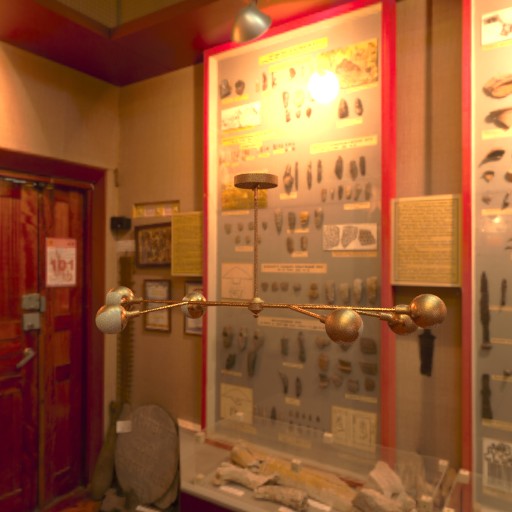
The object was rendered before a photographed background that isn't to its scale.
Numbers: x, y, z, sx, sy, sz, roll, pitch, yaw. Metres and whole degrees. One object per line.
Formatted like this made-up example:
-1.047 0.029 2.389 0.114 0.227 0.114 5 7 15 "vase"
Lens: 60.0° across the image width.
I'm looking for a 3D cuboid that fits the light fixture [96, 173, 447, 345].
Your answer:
0.000 0.000 1.017 0.778 0.362 0.434 0 0 35 "light fixture"
